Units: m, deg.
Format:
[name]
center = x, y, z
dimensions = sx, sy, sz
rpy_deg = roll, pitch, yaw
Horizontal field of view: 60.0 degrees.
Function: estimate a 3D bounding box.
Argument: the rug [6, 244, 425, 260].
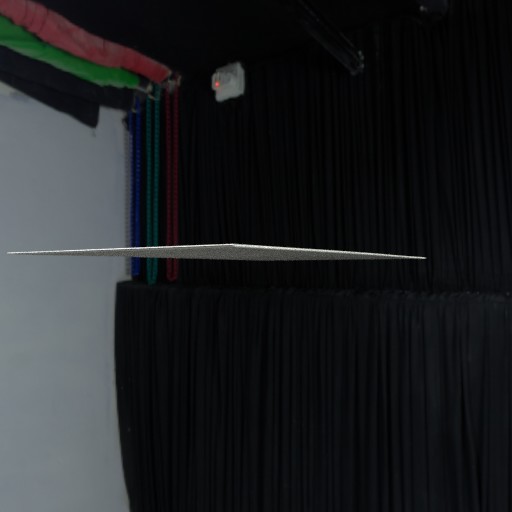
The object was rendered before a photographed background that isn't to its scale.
[rug]
center = 0.000, 0.000, 2.892
dimensions = 1.529, 0.012, 2.435
rpy_deg = -1, -2, 35
